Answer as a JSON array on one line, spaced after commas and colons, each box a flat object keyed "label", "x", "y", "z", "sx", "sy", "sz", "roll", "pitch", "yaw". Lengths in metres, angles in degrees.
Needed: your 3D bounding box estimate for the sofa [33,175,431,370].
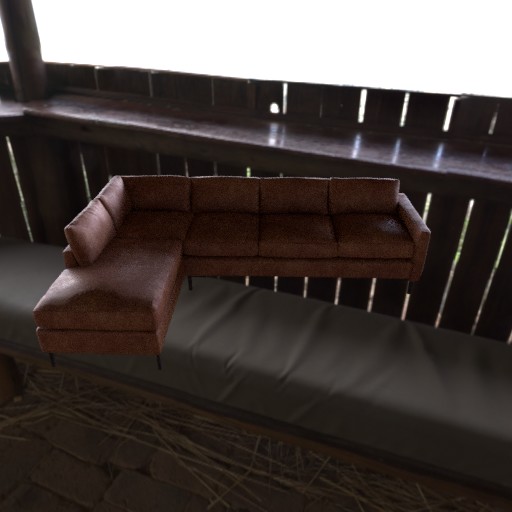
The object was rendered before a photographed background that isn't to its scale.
[{"label": "sofa", "x": 0.000, "y": 0.000, "z": 3.797, "sx": 2.984, "sy": 0.877, "sz": 1.938, "roll": 1, "pitch": 29, "yaw": 2}]
